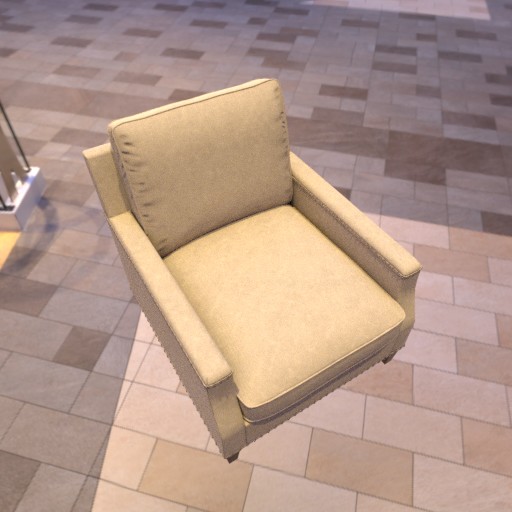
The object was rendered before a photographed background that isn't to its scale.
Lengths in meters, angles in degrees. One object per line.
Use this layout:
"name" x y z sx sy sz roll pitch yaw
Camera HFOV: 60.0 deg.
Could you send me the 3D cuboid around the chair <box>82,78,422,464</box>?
"chair" 0.000 0.000 1.681 0.853 0.943 1.014 -25 52 -21
